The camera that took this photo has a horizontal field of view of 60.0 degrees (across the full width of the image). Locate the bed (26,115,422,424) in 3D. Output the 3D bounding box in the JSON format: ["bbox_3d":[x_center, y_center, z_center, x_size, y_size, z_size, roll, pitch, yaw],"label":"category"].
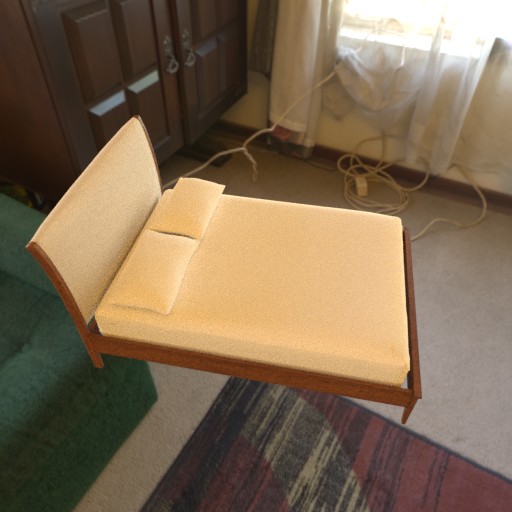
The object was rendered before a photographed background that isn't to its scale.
[{"bbox_3d":[0.000,0.000,3.282,2.380,1.250,1.612,8,45,8],"label":"bed"}]
